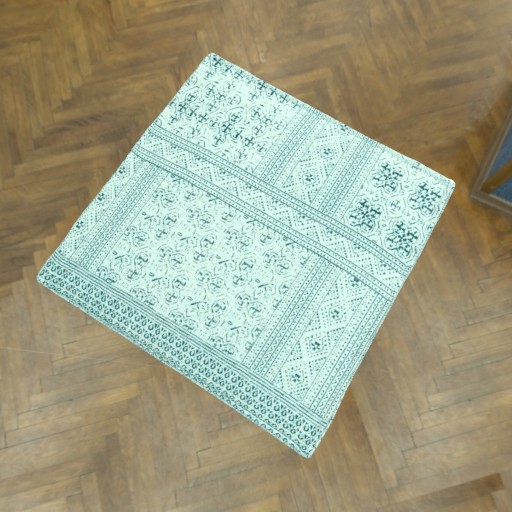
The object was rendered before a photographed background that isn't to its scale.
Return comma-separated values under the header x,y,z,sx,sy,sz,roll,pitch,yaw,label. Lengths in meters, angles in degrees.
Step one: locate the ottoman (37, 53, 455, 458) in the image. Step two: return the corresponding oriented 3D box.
x,y,z,sx,sy,sz,roll,pitch,yaw,label
0.000,0.000,1.048,0.626,0.439,0.617,31,77,8,ottoman
